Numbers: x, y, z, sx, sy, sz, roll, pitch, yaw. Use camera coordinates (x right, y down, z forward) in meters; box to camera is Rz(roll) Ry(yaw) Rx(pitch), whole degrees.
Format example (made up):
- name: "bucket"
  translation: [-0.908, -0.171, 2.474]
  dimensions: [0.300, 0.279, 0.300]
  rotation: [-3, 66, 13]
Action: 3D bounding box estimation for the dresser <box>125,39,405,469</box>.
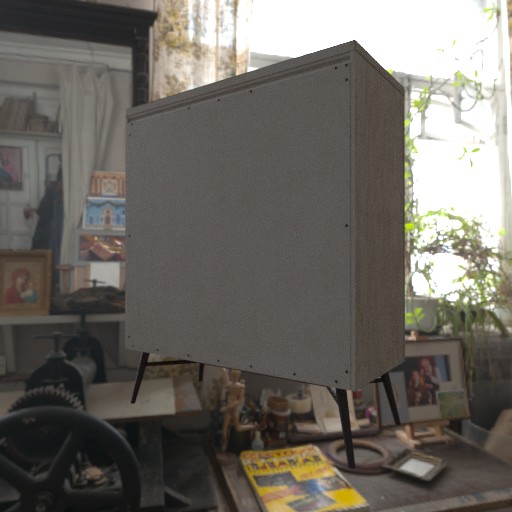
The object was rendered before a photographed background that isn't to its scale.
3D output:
- name: "dresser"
  translation: [0.000, 0.000, 1.726]
  dimensions: [1.016, 1.219, 0.457]
  rotation: [0, 0, 36]
